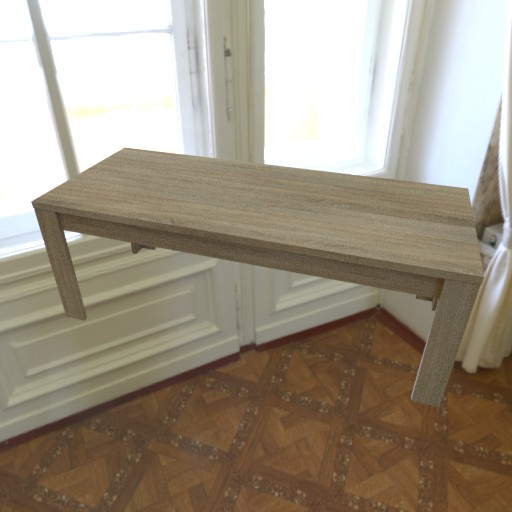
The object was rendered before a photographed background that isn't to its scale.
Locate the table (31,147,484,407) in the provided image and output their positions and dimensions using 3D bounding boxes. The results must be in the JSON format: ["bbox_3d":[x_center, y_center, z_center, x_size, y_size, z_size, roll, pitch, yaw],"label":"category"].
[{"bbox_3d":[0.000,0.000,2.618,2.200,0.790,0.900,10,34,15],"label":"table"}]
